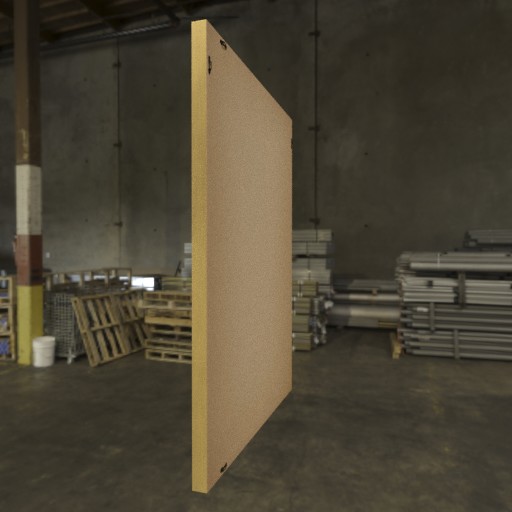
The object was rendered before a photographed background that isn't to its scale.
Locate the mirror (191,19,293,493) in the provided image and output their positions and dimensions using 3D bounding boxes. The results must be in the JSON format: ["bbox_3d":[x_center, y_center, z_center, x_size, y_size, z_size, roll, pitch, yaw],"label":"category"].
[{"bbox_3d":[0.000,0.000,1.316,0.040,1.016,0.762,0,1,18],"label":"mirror"}]
